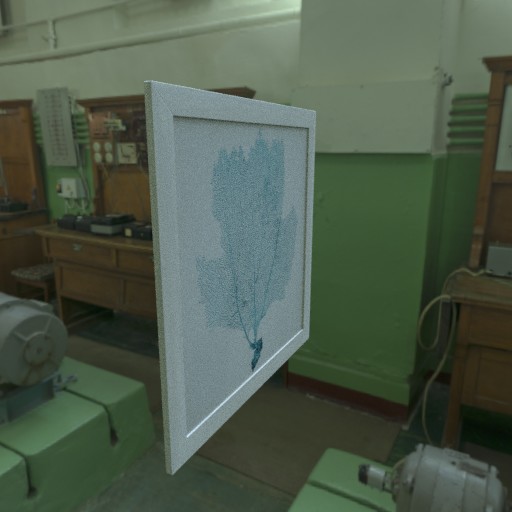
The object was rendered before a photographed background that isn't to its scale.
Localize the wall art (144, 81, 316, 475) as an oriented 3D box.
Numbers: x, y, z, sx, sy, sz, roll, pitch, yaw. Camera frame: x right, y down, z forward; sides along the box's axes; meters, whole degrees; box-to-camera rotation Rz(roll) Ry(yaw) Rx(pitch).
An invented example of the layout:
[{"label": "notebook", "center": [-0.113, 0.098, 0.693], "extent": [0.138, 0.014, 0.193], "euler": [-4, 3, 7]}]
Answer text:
[{"label": "wall art", "center": [0.000, 0.000, 0.880], "extent": [0.013, 0.584, 0.584], "euler": [7, 16, 27]}]
